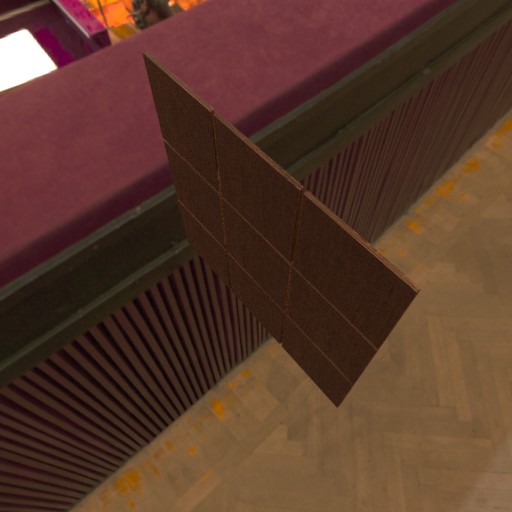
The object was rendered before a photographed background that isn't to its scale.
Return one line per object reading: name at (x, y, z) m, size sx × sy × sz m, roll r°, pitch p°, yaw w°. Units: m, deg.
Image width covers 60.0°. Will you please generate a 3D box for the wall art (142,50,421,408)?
wall art at (0.000, 0.000, 1.370) m, size 0.013 × 0.914 × 0.915 m, roll -36°, pitch 65°, yaw -19°
